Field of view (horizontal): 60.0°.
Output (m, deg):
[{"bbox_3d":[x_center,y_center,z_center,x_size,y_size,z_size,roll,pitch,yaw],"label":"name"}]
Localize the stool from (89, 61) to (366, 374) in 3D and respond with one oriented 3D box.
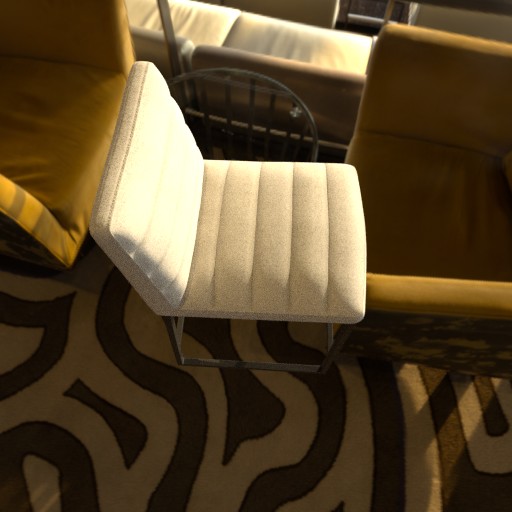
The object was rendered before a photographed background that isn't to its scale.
[{"bbox_3d":[0.000,0.000,1.278,0.567,0.971,0.459,3,63,2],"label":"stool"}]
